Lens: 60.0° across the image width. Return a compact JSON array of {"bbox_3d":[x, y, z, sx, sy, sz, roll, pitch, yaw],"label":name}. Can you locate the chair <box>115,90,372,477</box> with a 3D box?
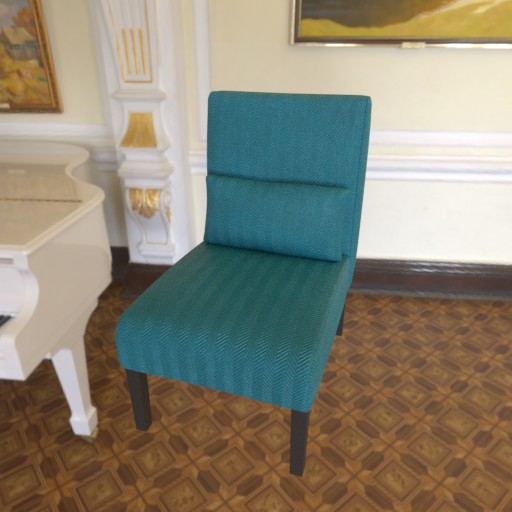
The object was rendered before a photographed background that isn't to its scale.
[{"bbox_3d":[0.000,0.000,1.422,0.579,0.927,0.808,8,27,17],"label":"chair"}]
